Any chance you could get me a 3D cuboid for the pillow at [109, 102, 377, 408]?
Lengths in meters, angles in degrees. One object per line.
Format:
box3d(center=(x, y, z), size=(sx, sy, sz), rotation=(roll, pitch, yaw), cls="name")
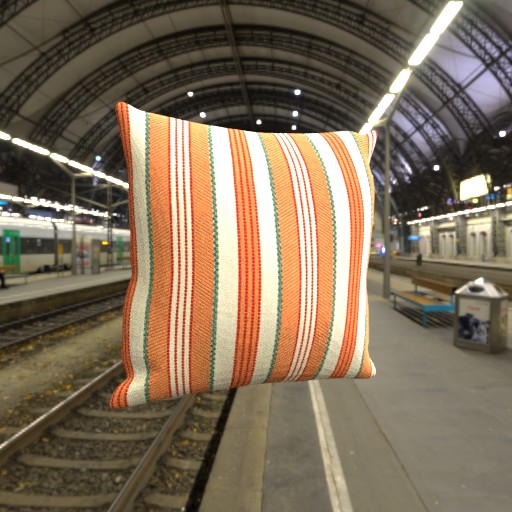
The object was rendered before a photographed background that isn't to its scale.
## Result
box3d(center=(0.000, 0.000, 0.697), size=(0.440, 0.441, 0.182), rotation=(0, 1, -18), cls="pillow")
